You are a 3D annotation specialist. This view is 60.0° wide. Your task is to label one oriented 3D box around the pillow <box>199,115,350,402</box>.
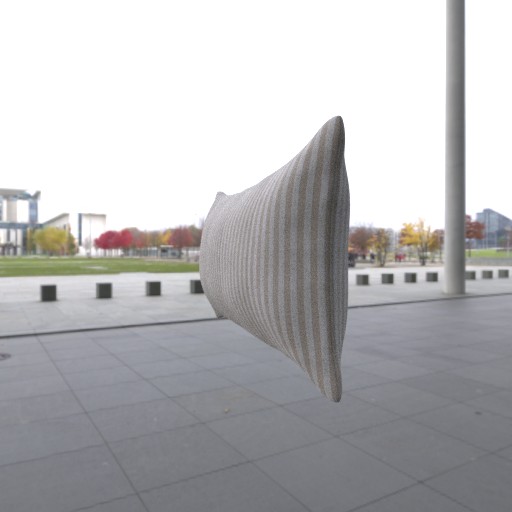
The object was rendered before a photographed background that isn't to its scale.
[{"bbox_3d":[0.000,0.000,0.743,0.151,0.295,0.617,0,0,-16],"label":"pillow"}]
